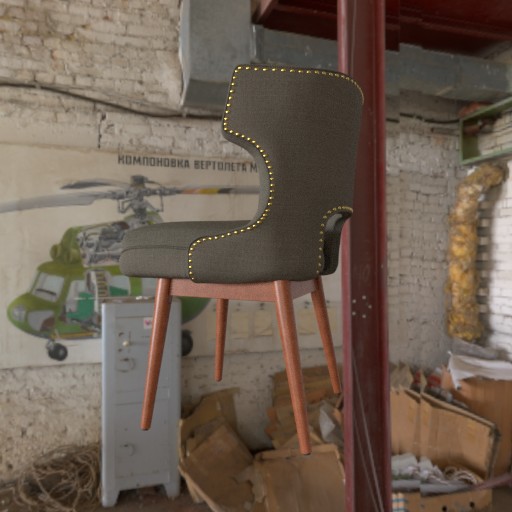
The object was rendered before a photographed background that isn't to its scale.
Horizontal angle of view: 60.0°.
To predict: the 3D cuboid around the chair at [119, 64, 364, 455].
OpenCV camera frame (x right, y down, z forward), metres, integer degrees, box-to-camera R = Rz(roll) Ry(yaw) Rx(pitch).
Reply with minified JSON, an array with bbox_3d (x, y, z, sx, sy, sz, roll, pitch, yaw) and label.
[{"bbox_3d":[0.000,0.000,1.235,0.581,0.863,0.595,0,0,19],"label":"chair"}]
